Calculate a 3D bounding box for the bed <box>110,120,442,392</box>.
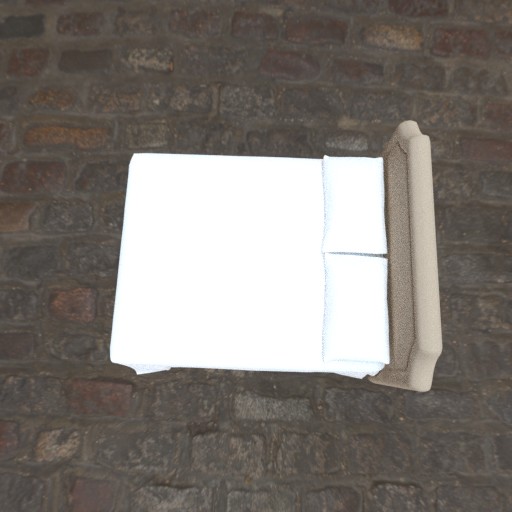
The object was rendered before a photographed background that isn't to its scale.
[{"bbox_3d":[0.000,0.000,3.313,2.204,1.301,1.828,2,77,0],"label":"bed"}]
